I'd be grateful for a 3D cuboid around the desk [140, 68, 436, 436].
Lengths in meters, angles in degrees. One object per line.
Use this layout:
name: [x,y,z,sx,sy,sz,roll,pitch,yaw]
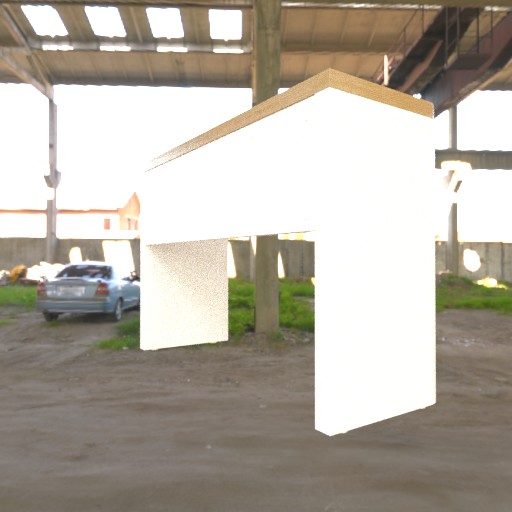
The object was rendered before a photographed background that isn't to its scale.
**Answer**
desk: [0.000,0.000,1.470,0.390,0.760,1.100,0,-1,-35]
